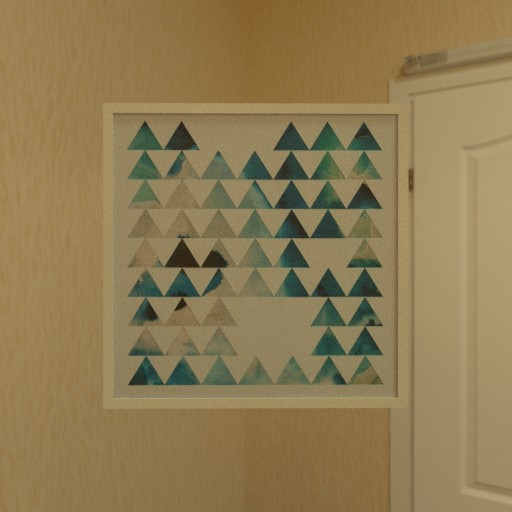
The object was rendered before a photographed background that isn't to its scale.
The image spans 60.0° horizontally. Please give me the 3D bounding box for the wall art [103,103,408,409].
[{"bbox_3d":[0.000,0.000,0.816,0.557,0.557,0.012,0,0,-1],"label":"wall art"}]
